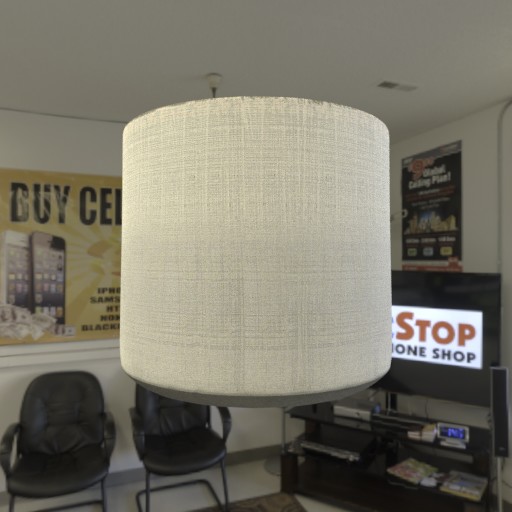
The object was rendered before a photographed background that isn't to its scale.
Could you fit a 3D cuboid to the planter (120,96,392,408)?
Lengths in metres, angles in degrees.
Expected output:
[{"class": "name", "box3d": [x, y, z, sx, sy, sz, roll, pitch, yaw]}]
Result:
[{"class": "planter", "box3d": [0.000, 0.000, 0.385, 0.226, 0.201, 0.226, 0, 0, 0]}]
